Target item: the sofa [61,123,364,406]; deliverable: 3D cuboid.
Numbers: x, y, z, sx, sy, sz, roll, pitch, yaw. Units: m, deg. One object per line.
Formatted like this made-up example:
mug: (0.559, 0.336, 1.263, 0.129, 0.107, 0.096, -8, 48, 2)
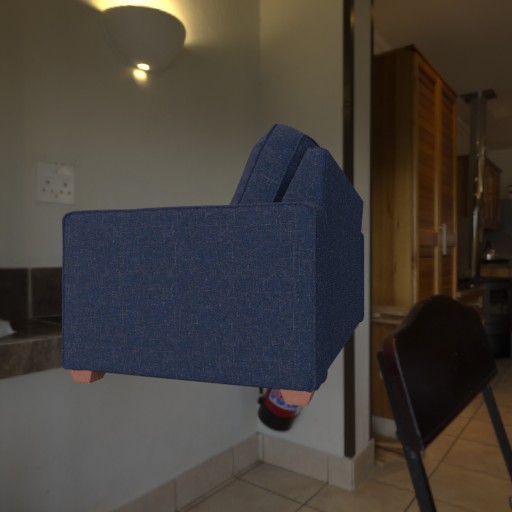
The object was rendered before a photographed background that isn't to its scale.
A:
sofa: (0.000, 0.000, 2.233, 0.947, 0.918, 1.709, 0, 0, 18)
